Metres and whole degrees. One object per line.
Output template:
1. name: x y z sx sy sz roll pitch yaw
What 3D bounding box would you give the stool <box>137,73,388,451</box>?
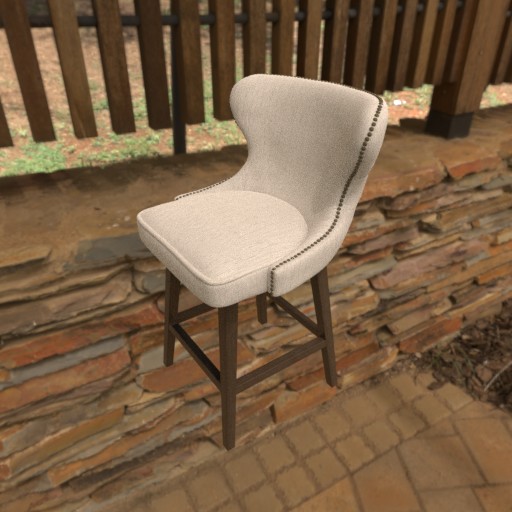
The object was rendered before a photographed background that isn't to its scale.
1. stool: 0.000 0.000 1.377 0.597 0.972 0.615 -20 36 -30
